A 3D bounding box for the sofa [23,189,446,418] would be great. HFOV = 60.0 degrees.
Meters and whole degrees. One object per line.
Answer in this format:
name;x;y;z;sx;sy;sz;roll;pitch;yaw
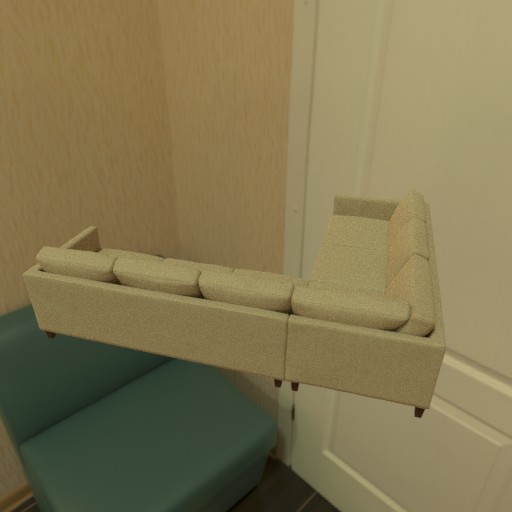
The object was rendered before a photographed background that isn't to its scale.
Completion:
sofa;0.000;0.000;4.261;3.182;0.863;2.432;8;31;14
